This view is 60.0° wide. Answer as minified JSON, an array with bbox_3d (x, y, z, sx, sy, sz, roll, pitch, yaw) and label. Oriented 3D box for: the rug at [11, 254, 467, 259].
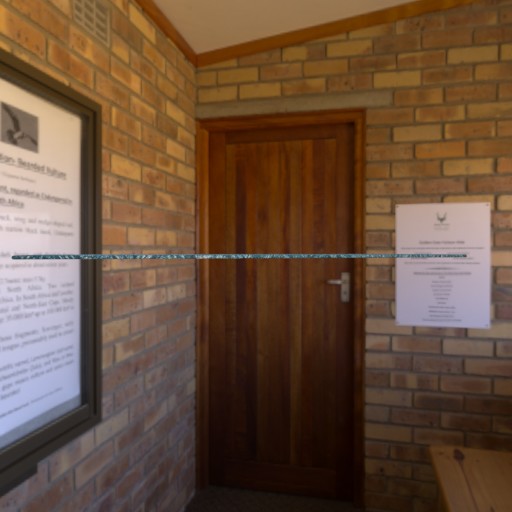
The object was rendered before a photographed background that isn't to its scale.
[{"bbox_3d":[0.000,0.000,2.451,2.286,0.016,0.676,0,1,-19],"label":"rug"}]
